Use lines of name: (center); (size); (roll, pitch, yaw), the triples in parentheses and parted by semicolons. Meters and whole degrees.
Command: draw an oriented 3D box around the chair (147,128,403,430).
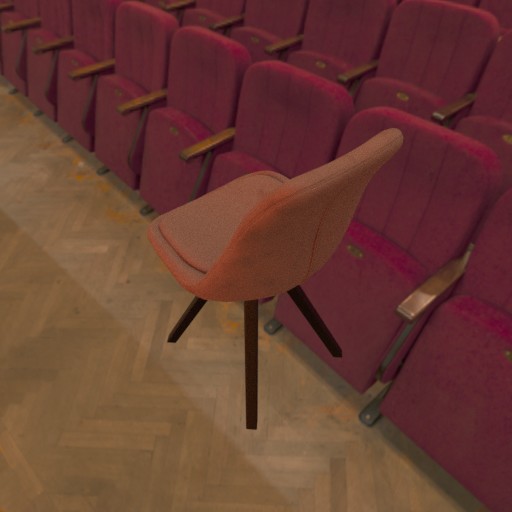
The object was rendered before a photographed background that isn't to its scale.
chair: (0.000, 0.000, 1.202); (0.483, 0.865, 0.547); (-31, 52, -28)
